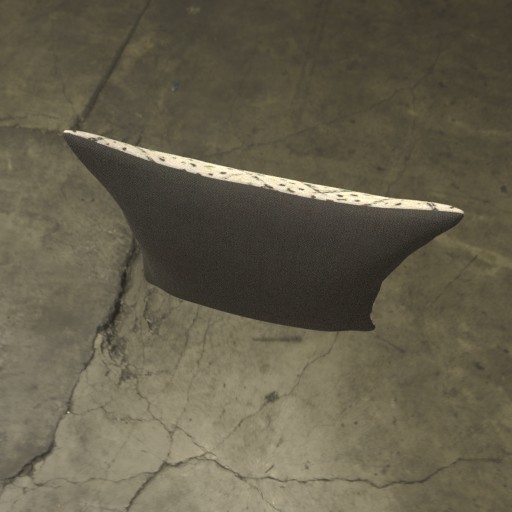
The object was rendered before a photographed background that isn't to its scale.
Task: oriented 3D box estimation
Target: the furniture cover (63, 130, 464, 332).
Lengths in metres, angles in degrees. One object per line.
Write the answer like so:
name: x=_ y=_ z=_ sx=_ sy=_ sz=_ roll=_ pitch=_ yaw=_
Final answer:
furniture cover: x=0.000 y=0.000 z=0.774 sx=0.525 sy=0.498 sz=0.180 roll=12 pitch=64 yaw=6
